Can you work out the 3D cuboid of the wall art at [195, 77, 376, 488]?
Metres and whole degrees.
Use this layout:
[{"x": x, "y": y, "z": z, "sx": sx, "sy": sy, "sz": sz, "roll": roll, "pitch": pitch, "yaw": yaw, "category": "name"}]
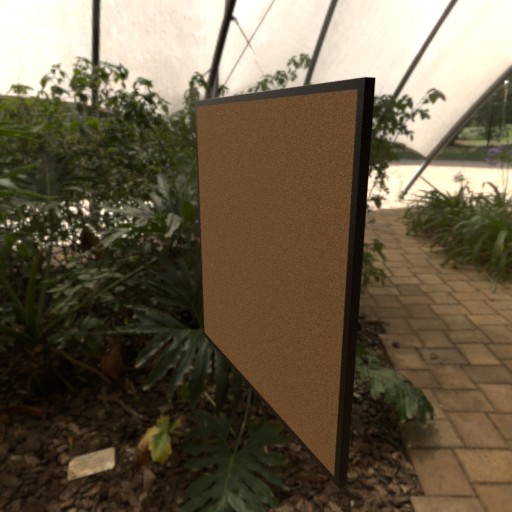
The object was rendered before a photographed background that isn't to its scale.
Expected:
[{"x": 0.000, "y": 0.000, "z": 0.662, "sx": 0.012, "sy": 0.458, "sz": 0.457, "roll": -8, "pitch": 18, "yaw": -26, "category": "wall art"}]
